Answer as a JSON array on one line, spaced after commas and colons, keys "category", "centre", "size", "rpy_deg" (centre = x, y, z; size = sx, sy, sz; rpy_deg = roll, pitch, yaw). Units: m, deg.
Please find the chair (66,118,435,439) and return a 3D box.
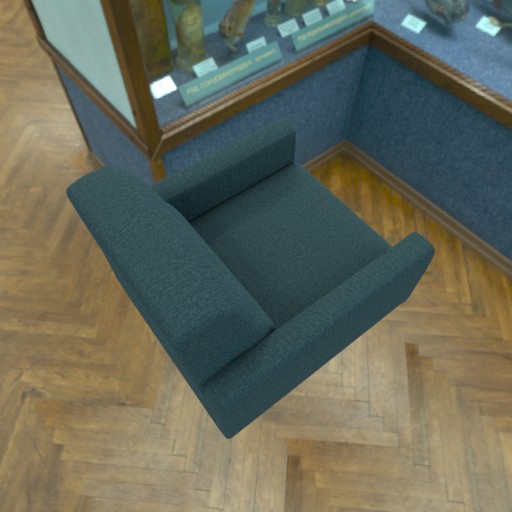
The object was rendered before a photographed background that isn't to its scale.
[{"category": "chair", "centre": [0.000, 0.000, 1.700], "size": [0.964, 0.940, 0.880], "rpy_deg": [-33, 63, -19]}]
